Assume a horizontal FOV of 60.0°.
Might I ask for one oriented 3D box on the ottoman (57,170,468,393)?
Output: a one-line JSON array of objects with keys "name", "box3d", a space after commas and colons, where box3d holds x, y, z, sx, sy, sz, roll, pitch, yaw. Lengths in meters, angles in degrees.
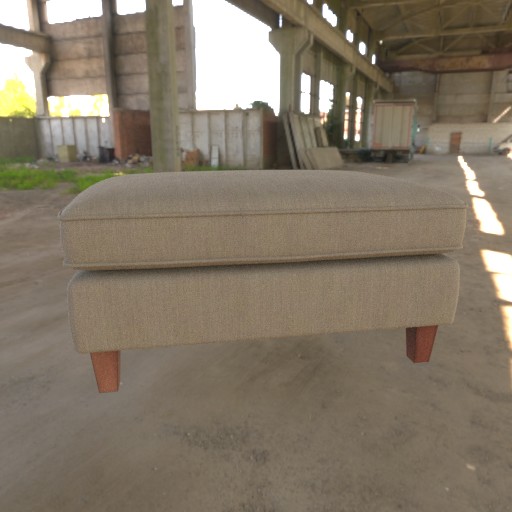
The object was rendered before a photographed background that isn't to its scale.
[{"name": "ottoman", "box3d": [0.000, 0.000, 1.292, 0.941, 0.480, 0.636, -3, 16, -10]}]
